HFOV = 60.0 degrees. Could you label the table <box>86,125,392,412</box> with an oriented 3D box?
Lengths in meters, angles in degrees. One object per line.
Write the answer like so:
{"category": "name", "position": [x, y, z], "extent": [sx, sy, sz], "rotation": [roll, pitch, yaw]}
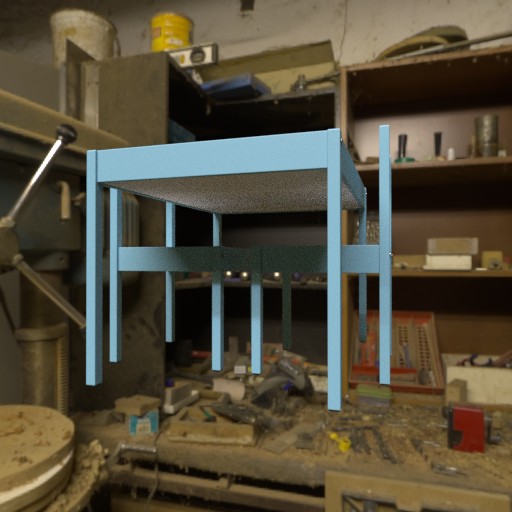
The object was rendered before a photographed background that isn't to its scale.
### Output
{"category": "table", "position": [0.000, 0.000, 1.083], "extent": [0.633, 0.503, 0.639], "rotation": [0, 0, 18]}
